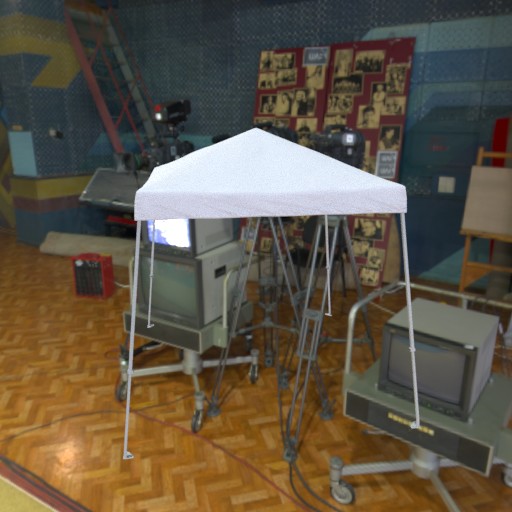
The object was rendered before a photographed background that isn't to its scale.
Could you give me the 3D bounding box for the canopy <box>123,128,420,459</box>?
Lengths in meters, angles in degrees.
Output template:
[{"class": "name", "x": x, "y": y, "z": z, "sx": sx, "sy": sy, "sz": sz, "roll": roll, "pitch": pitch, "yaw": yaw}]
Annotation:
[{"class": "canopy", "x": 0.000, "y": 0.000, "z": 5.135, "sx": 2.849, "sy": 2.850, "sz": 2.850, "roll": -2, "pitch": 16, "yaw": -8}]
